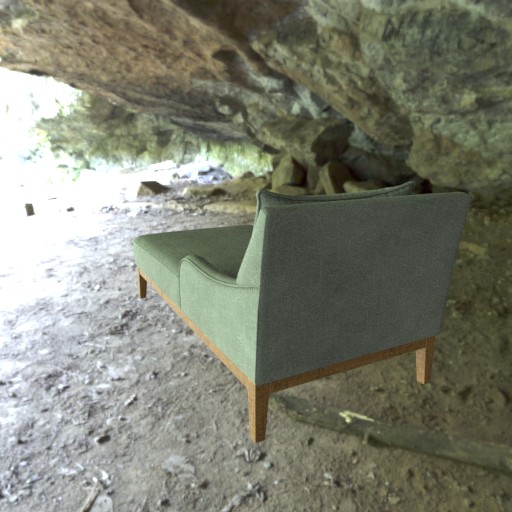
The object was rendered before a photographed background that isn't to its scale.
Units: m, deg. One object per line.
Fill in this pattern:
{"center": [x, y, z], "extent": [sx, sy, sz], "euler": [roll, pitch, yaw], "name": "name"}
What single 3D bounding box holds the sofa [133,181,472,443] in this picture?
{"center": [0.000, 0.000, 2.299], "extent": [0.894, 0.859, 1.779], "euler": [-8, 17, -27], "name": "sofa"}
